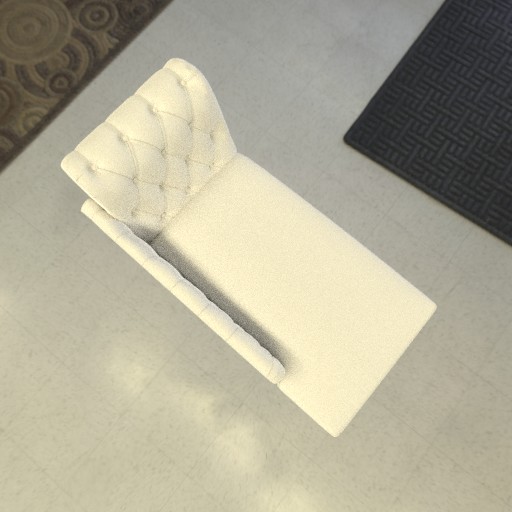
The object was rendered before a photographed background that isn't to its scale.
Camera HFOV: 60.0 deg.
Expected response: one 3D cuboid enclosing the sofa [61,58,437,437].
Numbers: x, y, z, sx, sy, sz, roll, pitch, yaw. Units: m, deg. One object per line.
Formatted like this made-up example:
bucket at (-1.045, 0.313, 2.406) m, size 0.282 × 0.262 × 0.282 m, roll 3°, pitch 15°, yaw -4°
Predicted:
sofa at (0.000, 0.000, 1.811) m, size 1.379 × 0.787 × 0.675 m, roll 40°, pitch 79°, yaw 10°
